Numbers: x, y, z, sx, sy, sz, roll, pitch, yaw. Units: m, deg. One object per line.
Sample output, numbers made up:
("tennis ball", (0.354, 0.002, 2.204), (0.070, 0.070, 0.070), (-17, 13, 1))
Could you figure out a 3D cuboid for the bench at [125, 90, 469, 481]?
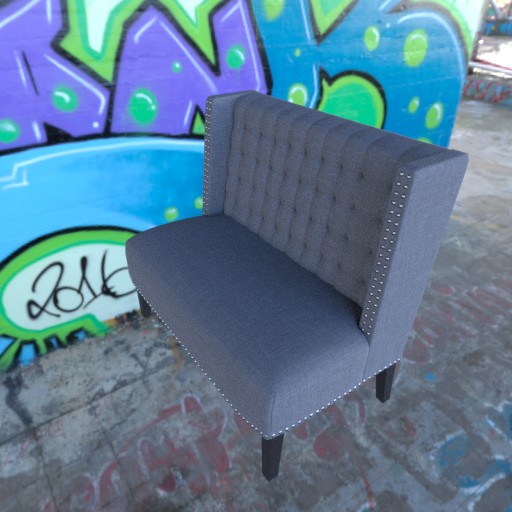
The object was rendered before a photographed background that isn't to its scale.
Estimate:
("bench", (0.000, 0.000, 1.971), (0.842, 1.121, 1.276), (-20, 37, -29))
